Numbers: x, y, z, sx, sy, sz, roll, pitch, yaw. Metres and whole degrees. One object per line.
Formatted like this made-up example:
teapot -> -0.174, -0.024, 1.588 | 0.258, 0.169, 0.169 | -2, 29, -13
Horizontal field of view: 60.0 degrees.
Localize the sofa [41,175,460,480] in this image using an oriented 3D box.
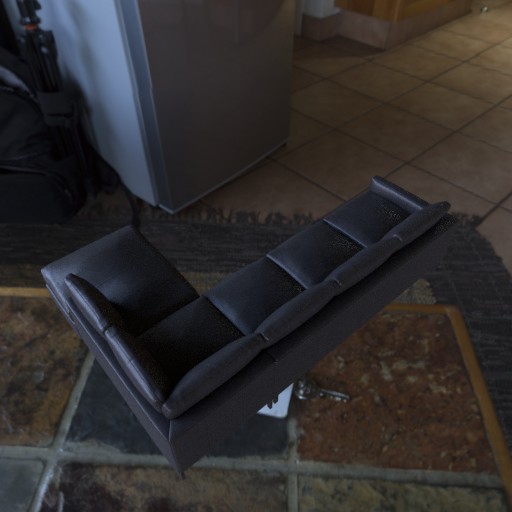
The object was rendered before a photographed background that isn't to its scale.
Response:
sofa -> 0.000, 0.000, 3.788 | 2.984, 0.877, 1.938 | -31, 53, -27
